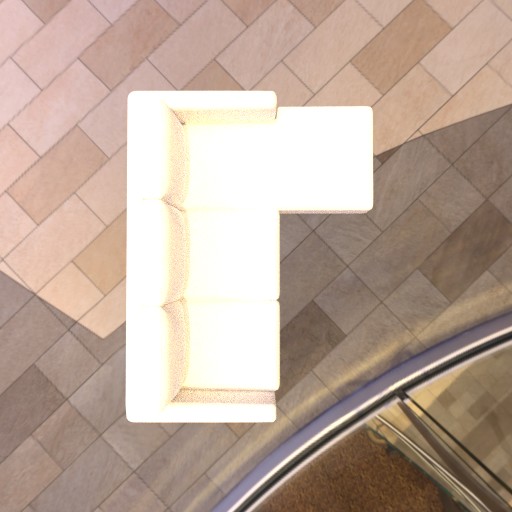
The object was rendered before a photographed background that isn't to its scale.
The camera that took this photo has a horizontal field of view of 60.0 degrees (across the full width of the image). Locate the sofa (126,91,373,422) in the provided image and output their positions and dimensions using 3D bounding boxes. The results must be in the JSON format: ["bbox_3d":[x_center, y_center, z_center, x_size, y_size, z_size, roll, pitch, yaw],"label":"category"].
[{"bbox_3d":[0.000,0.000,2.917,1.580,0.899,2.029,0,89,1],"label":"sofa"}]
